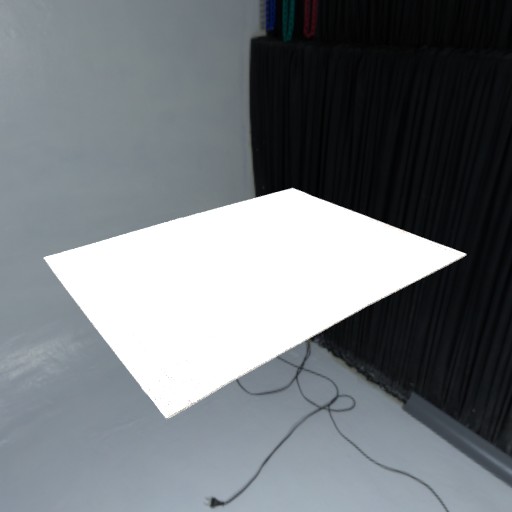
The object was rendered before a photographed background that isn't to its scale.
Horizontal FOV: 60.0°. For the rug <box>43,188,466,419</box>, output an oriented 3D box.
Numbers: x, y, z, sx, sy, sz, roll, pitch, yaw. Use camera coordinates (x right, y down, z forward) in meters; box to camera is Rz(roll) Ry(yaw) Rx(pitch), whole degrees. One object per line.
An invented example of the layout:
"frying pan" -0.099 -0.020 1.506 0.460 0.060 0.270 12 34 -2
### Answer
"rug" 0.000 0.000 4.949 3.778 0.053 2.873 -20 34 -33
